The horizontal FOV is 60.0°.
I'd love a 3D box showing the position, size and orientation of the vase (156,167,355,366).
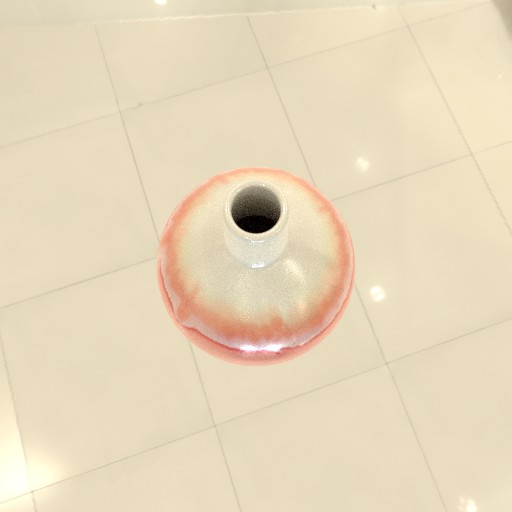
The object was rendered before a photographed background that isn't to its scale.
[{"bbox_3d":[0.000,0.000,0.282,0.137,0.176,0.137,0,76,0],"label":"vase"}]
